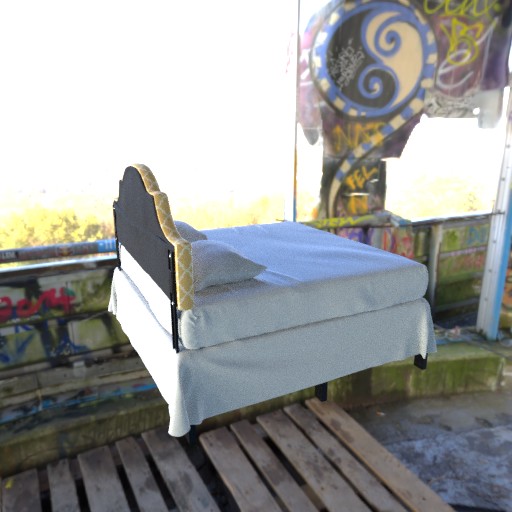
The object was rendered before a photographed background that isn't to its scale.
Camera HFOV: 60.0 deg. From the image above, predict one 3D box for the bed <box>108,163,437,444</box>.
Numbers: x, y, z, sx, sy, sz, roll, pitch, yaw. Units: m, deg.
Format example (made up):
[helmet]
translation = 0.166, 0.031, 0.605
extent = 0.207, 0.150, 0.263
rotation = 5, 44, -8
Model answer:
[bed]
translation = 0.000, 0.000, 3.774
extent = 2.222, 1.601, 2.314
rotation = -8, 17, -26
